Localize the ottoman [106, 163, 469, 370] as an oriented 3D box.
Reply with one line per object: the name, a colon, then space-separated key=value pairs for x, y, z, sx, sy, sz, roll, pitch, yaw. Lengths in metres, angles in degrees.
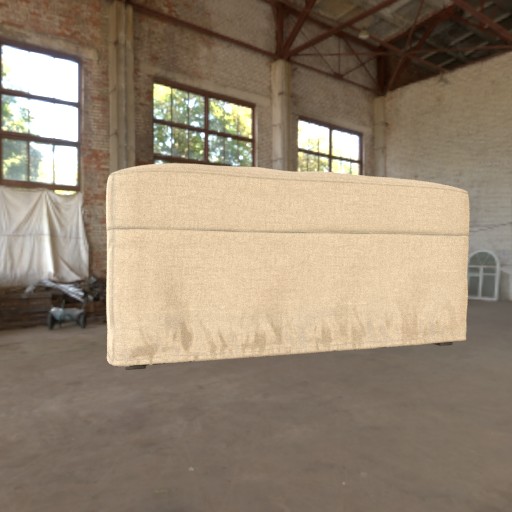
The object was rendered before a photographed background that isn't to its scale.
ottoman: x=0.000 y=0.000 z=1.320 sx=0.843 sy=0.436 sz=0.840 roll=0 pitch=0 yaw=-18
